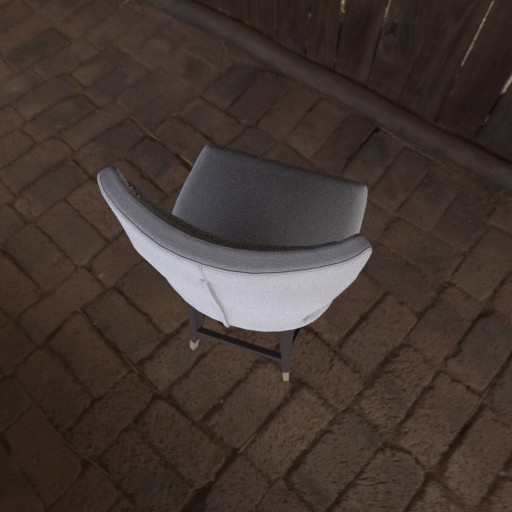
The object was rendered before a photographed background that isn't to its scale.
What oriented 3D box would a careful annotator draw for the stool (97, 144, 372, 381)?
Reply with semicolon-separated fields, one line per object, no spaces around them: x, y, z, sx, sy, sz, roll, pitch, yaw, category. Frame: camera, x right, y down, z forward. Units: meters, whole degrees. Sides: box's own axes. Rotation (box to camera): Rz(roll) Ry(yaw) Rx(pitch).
0.000;0.000;1.287;0.527;0.982;0.563;17;64;8;stool
